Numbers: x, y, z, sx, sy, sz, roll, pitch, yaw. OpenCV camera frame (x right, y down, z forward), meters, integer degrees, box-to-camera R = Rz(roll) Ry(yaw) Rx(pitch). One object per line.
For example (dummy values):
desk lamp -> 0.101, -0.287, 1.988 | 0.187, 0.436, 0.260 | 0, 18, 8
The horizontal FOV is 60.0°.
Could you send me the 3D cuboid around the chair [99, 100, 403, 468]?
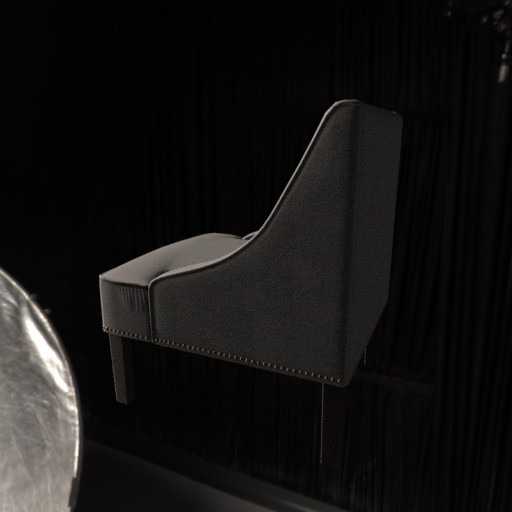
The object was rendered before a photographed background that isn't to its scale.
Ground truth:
chair -> 0.000, 0.000, 1.385 | 0.747, 0.867, 0.631 | 7, 17, 24
